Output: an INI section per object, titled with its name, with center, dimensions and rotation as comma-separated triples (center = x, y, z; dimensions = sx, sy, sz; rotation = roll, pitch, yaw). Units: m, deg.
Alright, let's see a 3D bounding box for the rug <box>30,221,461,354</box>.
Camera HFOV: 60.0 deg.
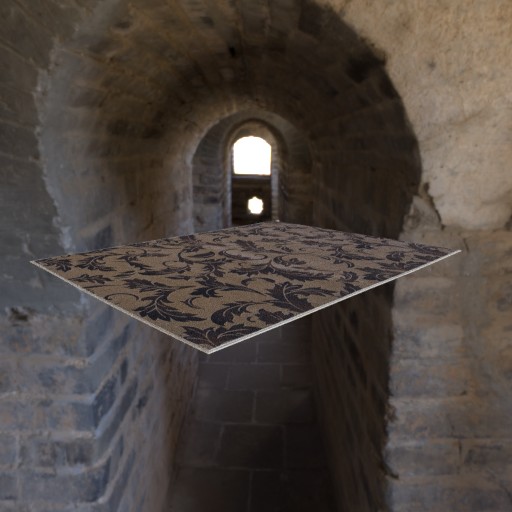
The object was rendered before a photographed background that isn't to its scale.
[rug]
center = 0.000, 0.000, 3.866
dimensions = 2.977, 0.008, 2.380
rotation = -13, 19, -43
